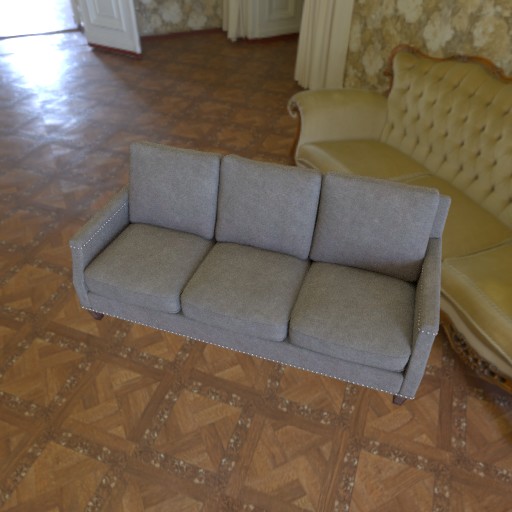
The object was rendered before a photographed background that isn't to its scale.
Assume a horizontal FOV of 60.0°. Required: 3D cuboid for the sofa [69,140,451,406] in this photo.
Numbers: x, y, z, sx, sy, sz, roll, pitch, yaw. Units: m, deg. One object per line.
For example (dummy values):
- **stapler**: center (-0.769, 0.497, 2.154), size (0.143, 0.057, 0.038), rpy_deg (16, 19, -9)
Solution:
- **sofa**: center (0.000, 0.000, 2.883), size (2.226, 1.042, 1.034), rpy_deg (12, 43, 14)
